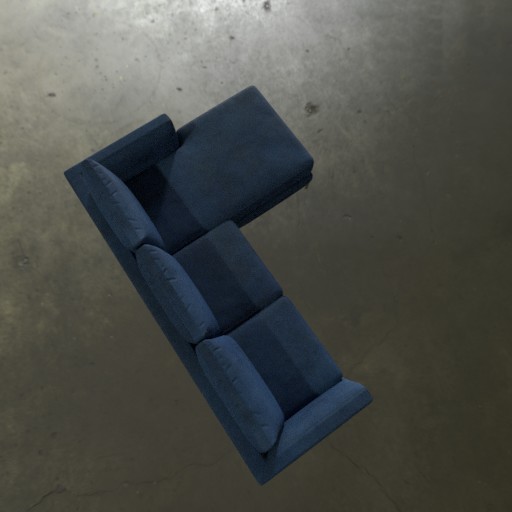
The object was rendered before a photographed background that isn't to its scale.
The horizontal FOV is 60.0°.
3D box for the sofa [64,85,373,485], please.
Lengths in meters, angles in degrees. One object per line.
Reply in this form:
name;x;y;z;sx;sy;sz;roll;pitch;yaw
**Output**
sofa;0.000;0.000;3.199;1.622;0.987;2.438;-34;77;-9
